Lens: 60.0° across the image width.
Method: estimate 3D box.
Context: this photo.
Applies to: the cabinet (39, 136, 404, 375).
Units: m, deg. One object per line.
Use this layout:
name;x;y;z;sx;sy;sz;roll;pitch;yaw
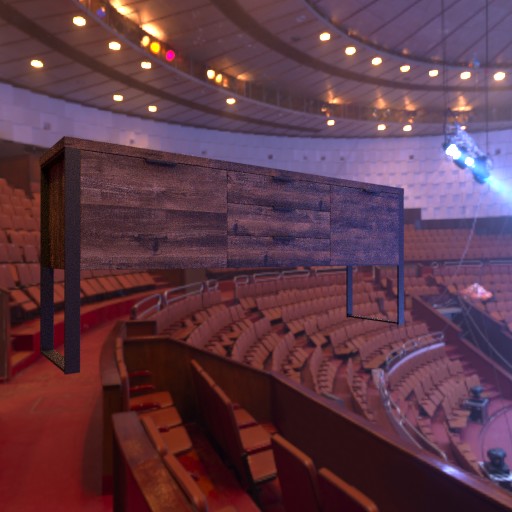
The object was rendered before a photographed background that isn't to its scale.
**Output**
cabinet;0.000;0.000;2.097;1.800;0.762;0.395;0;0;-37
